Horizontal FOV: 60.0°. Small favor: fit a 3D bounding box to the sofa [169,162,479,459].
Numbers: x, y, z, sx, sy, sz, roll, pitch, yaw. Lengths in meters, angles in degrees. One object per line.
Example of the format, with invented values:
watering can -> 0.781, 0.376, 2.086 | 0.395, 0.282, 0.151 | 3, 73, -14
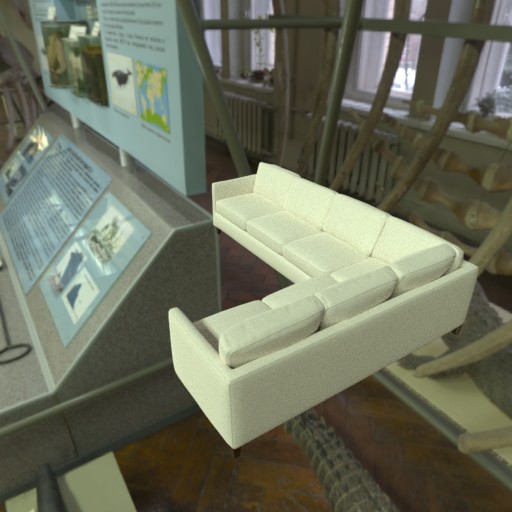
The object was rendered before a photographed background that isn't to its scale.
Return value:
sofa -> 0.000, 0.000, 4.569 | 2.593, 0.947, 3.302 | -17, 33, -29
